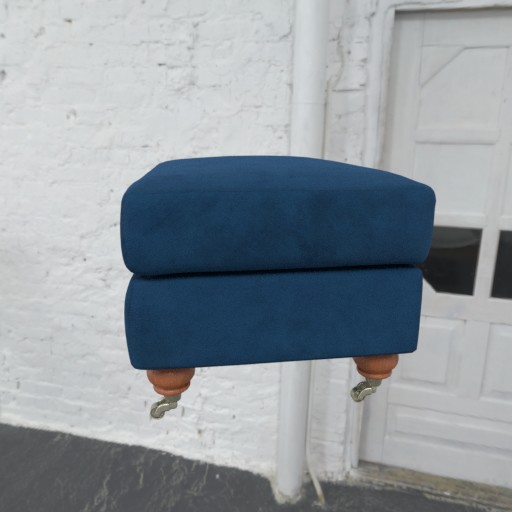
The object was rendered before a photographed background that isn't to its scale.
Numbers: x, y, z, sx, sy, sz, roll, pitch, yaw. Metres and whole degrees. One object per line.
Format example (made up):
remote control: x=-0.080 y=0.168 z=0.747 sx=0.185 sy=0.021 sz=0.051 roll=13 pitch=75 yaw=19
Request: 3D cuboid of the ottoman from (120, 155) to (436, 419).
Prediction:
ottoman: x=0.000 y=0.000 z=1.152 sx=0.572 sy=0.503 sz=0.773 roll=-2 pitch=15 yaw=-8
